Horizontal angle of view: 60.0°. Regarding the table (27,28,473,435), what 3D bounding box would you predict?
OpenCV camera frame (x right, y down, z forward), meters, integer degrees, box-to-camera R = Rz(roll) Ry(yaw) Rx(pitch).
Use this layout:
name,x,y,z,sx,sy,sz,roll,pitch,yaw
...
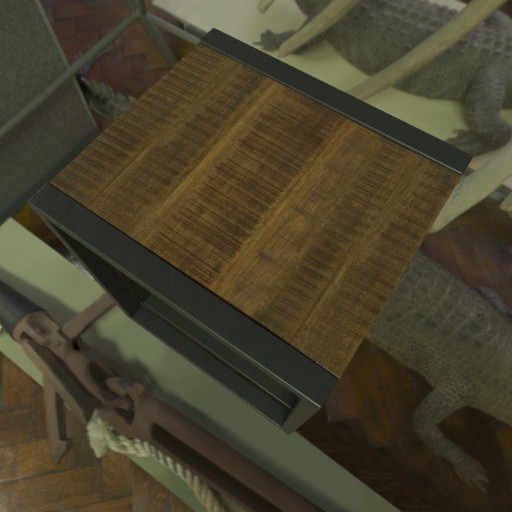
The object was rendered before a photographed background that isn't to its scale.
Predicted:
name,x,y,z,sx,sy,sz,roll,pitch,yaw
table,0.000,0.000,0.907,0.500,0.550,0.449,32,69,14
